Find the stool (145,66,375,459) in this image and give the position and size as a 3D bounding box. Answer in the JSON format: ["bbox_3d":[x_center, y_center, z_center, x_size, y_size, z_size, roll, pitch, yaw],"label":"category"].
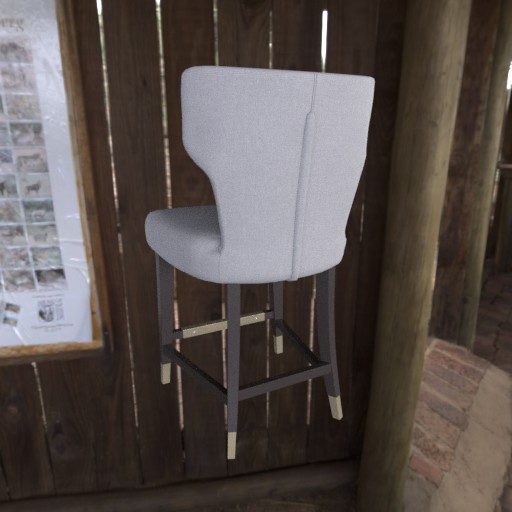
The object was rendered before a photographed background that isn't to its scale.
[{"bbox_3d":[0.000,0.000,1.313,0.527,0.982,0.563,-8,18,-27],"label":"stool"}]
